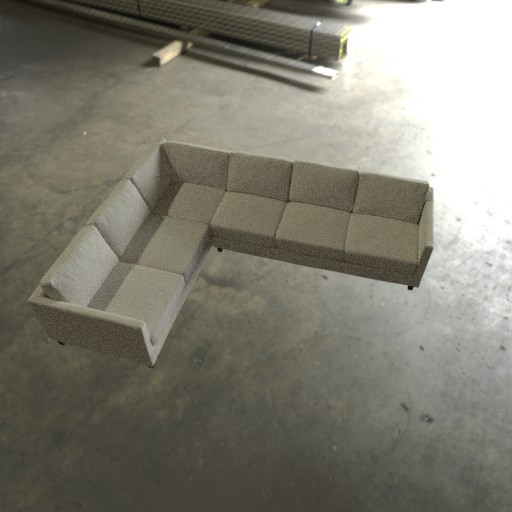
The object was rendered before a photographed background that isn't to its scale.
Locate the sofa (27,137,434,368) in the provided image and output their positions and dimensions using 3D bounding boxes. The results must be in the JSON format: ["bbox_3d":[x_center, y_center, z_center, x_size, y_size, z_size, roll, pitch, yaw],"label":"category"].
[{"bbox_3d":[0.000,0.000,4.258,3.182,0.863,2.432,11,47,11],"label":"sofa"}]
